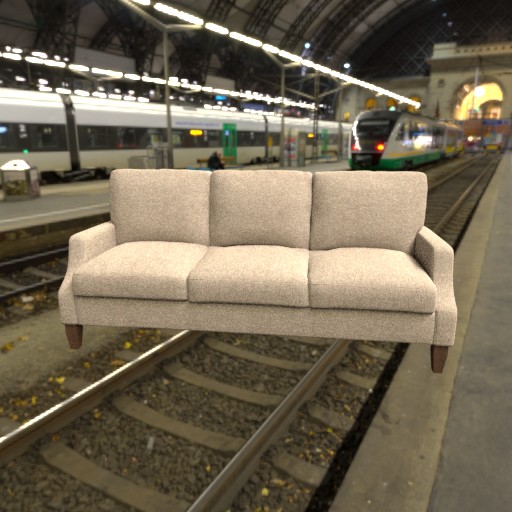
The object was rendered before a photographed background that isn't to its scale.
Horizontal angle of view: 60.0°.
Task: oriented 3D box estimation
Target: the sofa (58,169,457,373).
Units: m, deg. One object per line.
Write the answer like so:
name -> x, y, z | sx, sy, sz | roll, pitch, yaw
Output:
sofa -> 0.000, 0.000, 2.659 | 2.115, 0.984, 0.888 | 2, 15, 8
